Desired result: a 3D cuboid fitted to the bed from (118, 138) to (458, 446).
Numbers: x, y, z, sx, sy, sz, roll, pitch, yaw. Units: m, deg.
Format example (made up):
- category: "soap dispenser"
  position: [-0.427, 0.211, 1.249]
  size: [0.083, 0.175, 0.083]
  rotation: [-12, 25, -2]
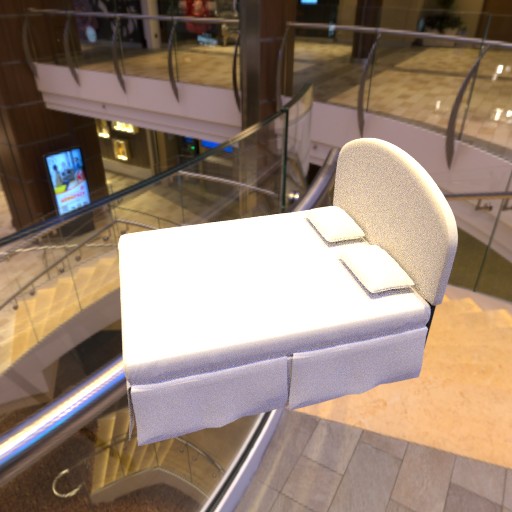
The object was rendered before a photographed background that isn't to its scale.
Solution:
- category: "bed"
  position: [0.000, 0.000, 3.135]
  size: [2.005, 1.410, 1.607]
  rotation: [-8, 33, -13]
